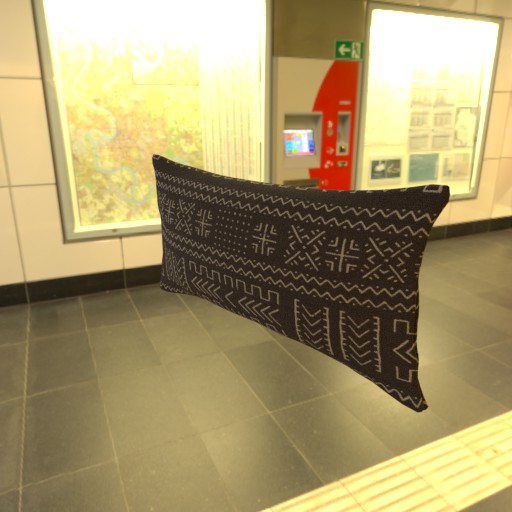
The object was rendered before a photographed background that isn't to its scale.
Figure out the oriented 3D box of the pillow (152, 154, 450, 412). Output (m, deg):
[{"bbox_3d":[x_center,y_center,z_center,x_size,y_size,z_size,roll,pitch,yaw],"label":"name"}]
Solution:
[{"bbox_3d":[0.000,0.000,0.797,0.135,0.322,0.667,-17,24,-42],"label":"pillow"}]
